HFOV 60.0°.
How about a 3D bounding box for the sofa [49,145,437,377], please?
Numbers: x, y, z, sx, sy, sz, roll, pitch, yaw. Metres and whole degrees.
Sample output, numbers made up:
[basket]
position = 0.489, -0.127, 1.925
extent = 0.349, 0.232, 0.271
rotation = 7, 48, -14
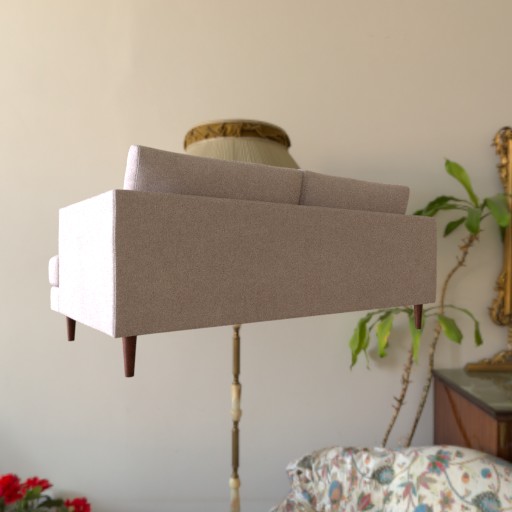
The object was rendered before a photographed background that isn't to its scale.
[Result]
[sofa]
position = 0.000, 0.000, 2.469
extent = 1.948, 0.868, 1.020
rotation = 0, 0, -36
